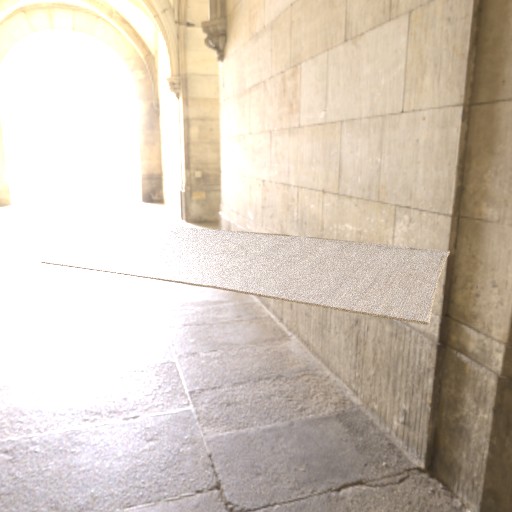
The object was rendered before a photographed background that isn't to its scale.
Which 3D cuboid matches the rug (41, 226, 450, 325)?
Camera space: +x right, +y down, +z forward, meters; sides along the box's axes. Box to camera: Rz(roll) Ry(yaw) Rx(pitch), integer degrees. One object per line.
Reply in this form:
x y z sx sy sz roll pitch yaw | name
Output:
0.000 0.000 2.319 1.820 0.022 1.179 7 15 26 | rug
